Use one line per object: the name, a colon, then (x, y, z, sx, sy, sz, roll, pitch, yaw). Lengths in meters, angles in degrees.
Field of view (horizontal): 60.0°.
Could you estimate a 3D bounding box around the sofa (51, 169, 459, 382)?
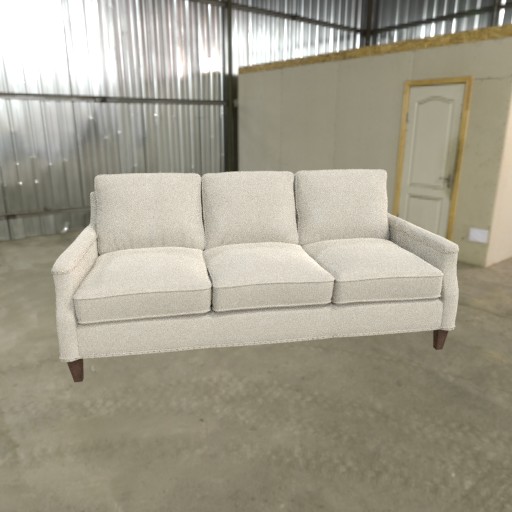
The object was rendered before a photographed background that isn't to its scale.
sofa: (0.000, 0.000, 2.853, 2.246, 1.003, 1.084, -3, 18, -9)
